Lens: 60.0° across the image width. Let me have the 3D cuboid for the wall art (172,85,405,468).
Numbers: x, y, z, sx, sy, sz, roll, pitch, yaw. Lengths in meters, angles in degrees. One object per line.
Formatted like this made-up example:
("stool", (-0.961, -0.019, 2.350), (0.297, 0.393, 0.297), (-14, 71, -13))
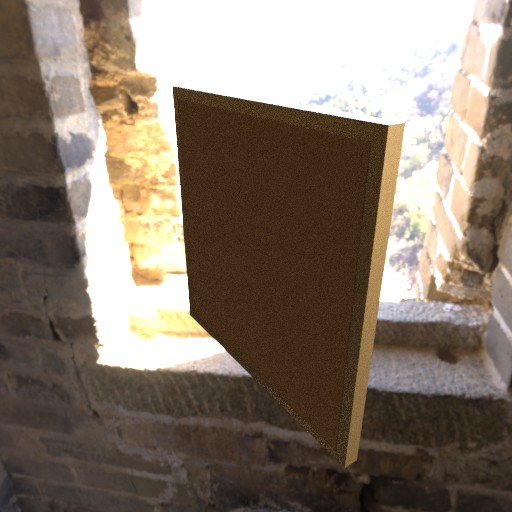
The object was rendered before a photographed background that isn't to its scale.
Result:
("wall art", (0.000, 0.000, 2.868), (0.099, 1.926, 1.926), (-17, 31, -31))
